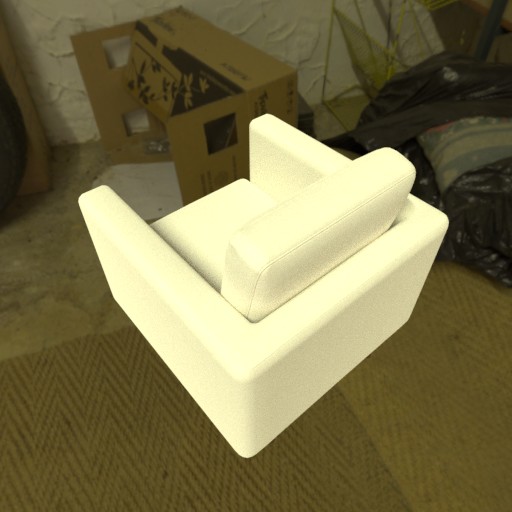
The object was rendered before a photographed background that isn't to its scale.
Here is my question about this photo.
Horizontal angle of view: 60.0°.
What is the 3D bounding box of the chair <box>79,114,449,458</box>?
[{"bbox_3d":[0.000,0.000,1.540,0.831,0.899,0.879,-32,54,-27],"label":"chair"}]
